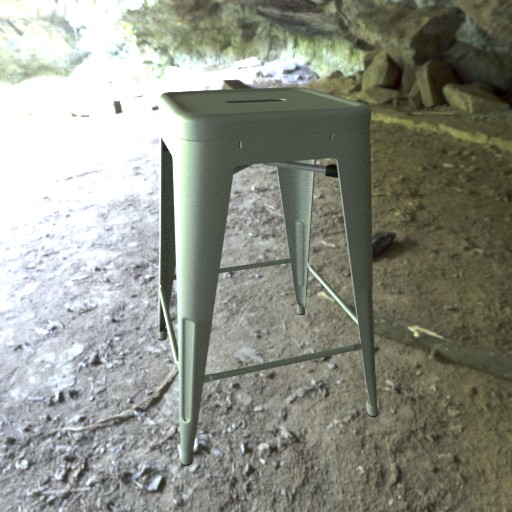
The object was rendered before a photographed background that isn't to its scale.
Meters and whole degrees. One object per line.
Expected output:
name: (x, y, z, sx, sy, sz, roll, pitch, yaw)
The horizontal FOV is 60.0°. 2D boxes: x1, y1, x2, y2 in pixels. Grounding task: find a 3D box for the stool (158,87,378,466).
stool: (0.000, 0.000, 0.899, 0.410, 0.608, 0.410, -8, 28, -15)
